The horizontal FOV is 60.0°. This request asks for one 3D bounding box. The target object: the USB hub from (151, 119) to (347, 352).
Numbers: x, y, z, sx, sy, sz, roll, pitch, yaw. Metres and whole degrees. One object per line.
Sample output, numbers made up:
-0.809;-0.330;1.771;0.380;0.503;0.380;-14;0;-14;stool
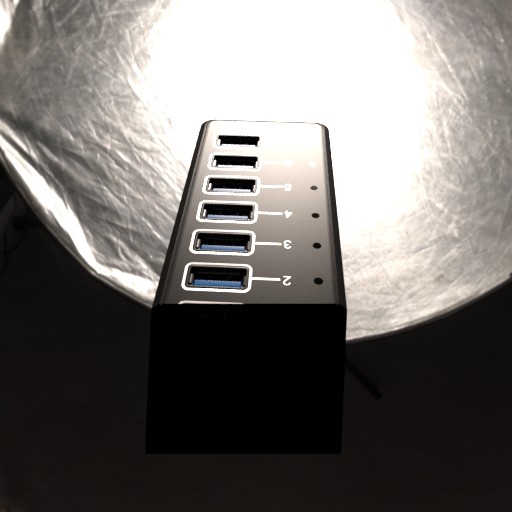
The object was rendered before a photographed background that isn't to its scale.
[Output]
0.000;0.000;0.126;0.044;0.023;0.110;2;47;2;USB hub
